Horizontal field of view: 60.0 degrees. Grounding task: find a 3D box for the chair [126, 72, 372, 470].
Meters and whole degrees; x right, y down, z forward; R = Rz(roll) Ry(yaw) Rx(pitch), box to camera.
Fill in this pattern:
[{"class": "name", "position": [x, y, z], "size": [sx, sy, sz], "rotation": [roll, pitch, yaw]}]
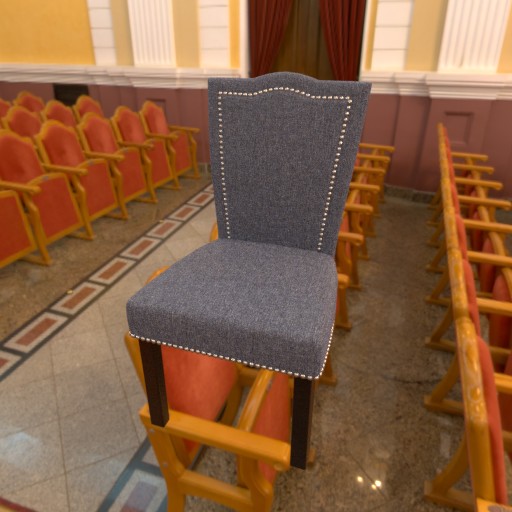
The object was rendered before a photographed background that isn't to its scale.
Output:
[{"class": "chair", "position": [0.000, 0.000, 1.270], "size": [0.518, 0.946, 0.589], "rotation": [9, 28, 18]}]
